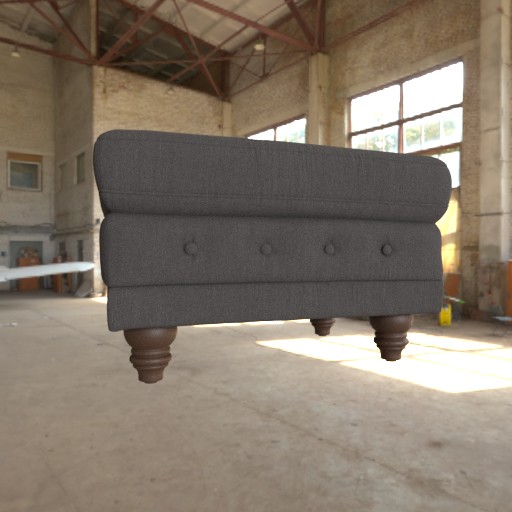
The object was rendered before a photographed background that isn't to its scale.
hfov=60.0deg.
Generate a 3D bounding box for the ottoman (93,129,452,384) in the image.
[{"bbox_3d":[0.000,0.000,1.137,0.771,0.500,0.569,0,0,-18],"label":"ottoman"}]
